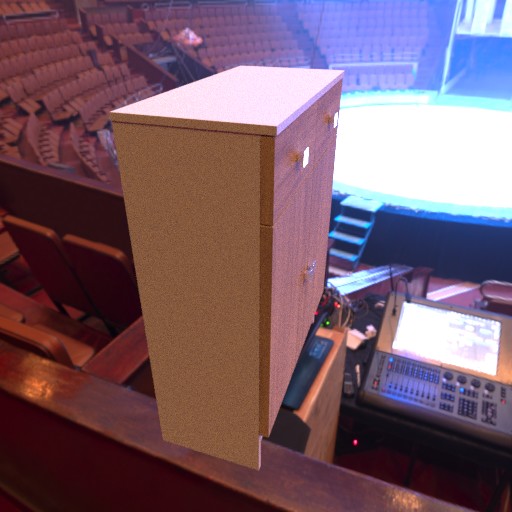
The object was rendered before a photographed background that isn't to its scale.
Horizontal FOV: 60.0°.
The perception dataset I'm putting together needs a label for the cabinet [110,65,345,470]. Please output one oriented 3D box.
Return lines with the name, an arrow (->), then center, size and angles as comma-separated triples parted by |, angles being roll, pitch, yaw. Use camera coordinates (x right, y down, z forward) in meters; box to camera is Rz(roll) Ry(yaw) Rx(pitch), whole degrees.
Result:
cabinet -> 0.000, 0.000, 1.127 | 0.296, 0.815, 0.600 | 10, 32, 16
